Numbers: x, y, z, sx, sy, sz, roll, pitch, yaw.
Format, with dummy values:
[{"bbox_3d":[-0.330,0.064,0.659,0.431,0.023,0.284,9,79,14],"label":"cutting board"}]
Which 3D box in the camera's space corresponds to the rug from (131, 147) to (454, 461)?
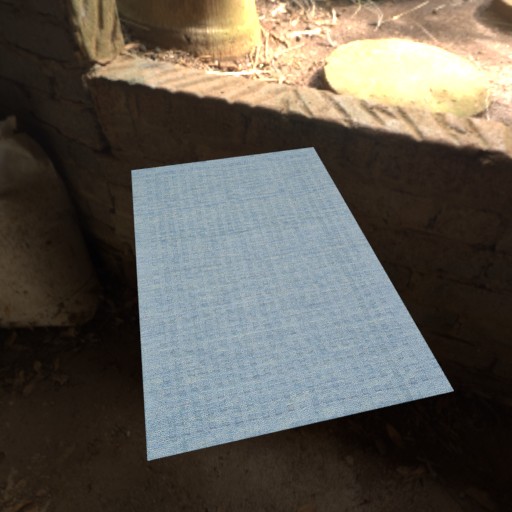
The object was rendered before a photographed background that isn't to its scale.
[{"bbox_3d":[0.000,0.000,2.887,1.522,0.006,2.286,-9,47,-9],"label":"rug"}]
